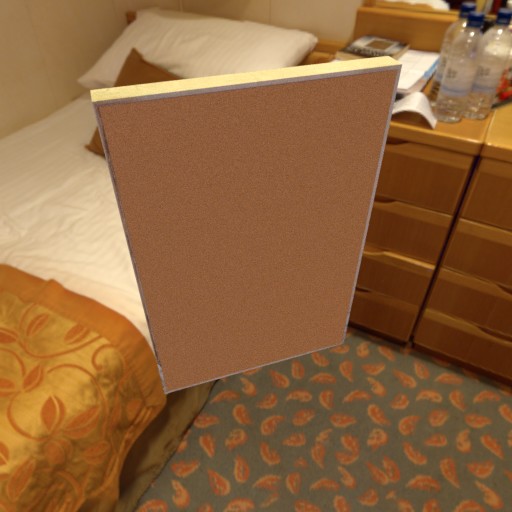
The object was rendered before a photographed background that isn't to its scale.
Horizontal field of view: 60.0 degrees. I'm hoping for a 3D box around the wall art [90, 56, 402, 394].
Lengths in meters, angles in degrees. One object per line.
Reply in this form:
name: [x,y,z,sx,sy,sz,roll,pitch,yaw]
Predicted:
wall art: [0.000,0.000,0.762,0.403,0.607,0.036,-12,43,-14]
